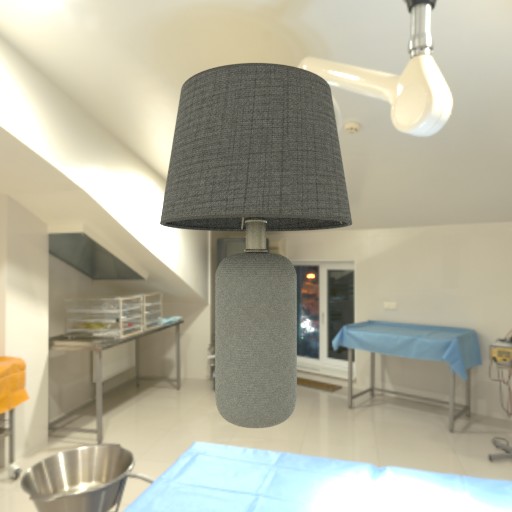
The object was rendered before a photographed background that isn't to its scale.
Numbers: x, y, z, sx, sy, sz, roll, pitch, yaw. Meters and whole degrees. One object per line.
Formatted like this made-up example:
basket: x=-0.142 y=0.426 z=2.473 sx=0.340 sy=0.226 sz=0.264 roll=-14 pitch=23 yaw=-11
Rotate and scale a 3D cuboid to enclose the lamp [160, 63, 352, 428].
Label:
lamp: x=0.000 y=0.000 z=0.591 sx=0.251 sy=0.429 sz=0.251 roll=0 pitch=0 yaw=0
